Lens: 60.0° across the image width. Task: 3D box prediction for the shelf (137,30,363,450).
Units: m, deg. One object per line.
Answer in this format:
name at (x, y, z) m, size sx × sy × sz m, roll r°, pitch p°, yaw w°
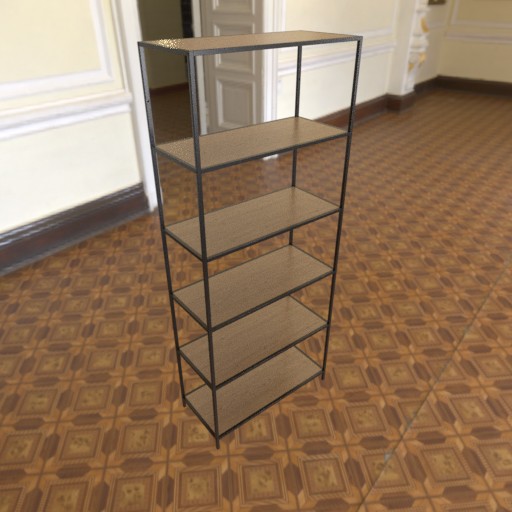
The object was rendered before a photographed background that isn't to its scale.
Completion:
shelf at (0.000, 0.000, 2.093) m, size 0.770 × 1.850 × 0.350 m, roll -22°, pitch 38°, yaw -32°
